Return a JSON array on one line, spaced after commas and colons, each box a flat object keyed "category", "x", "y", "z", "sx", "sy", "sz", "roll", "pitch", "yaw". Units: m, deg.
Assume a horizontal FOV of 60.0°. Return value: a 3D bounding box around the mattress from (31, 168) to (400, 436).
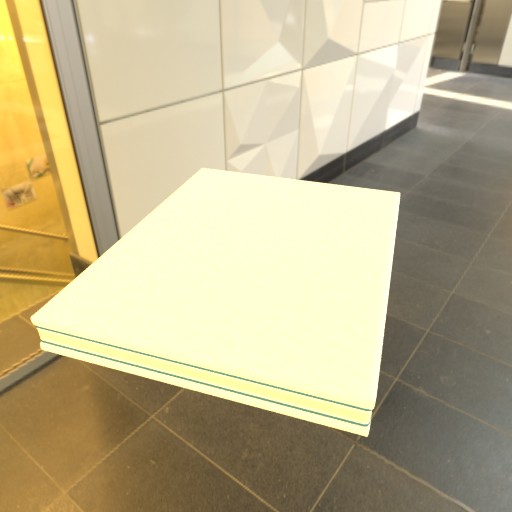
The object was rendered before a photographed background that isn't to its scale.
[{"category": "mattress", "x": 0.000, "y": 0.000, "z": 2.740, "sx": 1.600, "sy": 0.230, "sz": 2.000, "roll": 10, "pitch": 34, "yaw": 15}]
